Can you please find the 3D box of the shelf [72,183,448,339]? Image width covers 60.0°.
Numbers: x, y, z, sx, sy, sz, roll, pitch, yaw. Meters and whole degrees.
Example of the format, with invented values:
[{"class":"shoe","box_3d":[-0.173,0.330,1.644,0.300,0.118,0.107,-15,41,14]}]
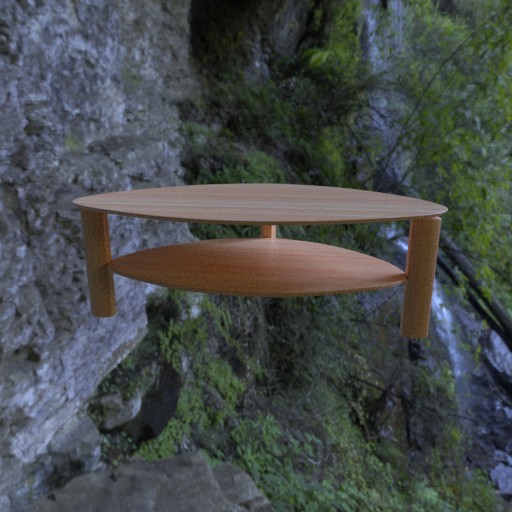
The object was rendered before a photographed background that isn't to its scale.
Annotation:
[{"class":"shelf","box_3d":[0.000,0.000,1.653,1.246,0.440,0.845,2,16,8]}]
